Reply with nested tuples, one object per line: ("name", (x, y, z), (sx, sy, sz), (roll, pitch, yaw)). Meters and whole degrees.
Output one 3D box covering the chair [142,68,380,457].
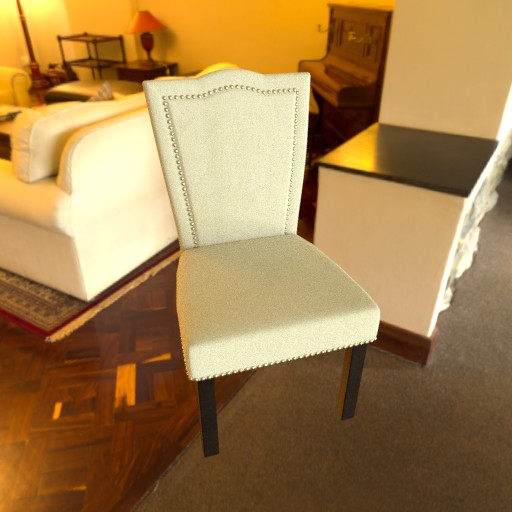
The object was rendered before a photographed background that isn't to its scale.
("chair", (0.000, 0.000, 1.293), (0.518, 0.946, 0.589), (-9, 32, -15))
